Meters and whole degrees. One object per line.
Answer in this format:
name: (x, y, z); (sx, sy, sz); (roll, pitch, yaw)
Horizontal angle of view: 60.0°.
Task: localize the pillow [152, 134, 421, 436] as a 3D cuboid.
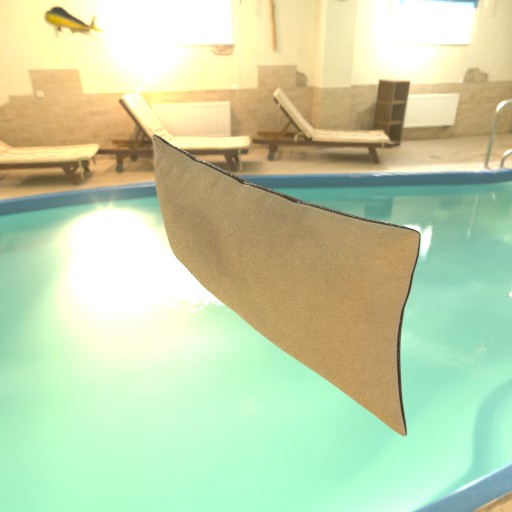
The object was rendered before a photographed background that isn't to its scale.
pillow: (0.000, 0.000, 0.722); (0.156, 0.305, 0.608); (-18, 31, -32)
